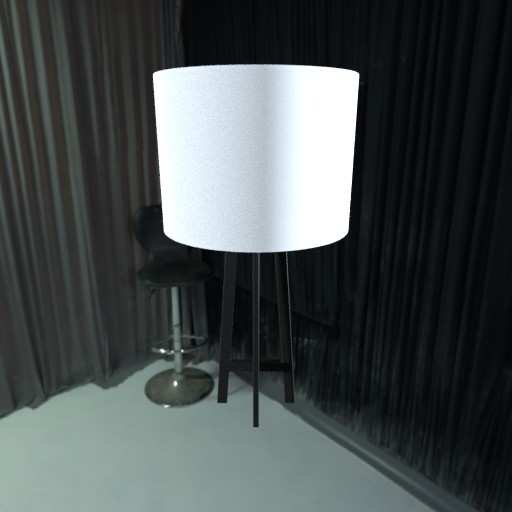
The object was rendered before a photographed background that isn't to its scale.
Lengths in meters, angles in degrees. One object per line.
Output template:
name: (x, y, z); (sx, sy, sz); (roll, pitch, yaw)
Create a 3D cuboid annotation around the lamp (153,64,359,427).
lamp: (0.000, 0.000, 0.639); (0.257, 0.489, 0.257); (-16, 24, -42)
